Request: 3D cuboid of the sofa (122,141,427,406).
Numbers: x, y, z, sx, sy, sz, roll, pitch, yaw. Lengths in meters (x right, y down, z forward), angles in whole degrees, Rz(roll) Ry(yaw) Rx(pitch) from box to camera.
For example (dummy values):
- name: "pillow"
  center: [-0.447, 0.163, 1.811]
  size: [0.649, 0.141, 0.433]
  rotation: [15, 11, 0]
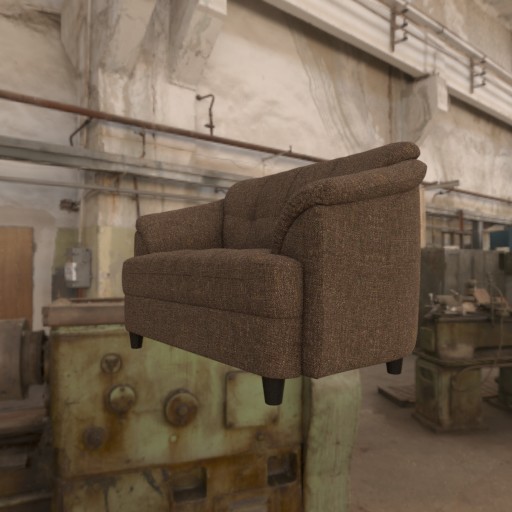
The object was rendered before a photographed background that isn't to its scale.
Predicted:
- name: "sofa"
  center: [0.000, 0.000, 1.955]
  size: [0.799, 0.895, 1.404]
  rotation: [1, -1, -37]
